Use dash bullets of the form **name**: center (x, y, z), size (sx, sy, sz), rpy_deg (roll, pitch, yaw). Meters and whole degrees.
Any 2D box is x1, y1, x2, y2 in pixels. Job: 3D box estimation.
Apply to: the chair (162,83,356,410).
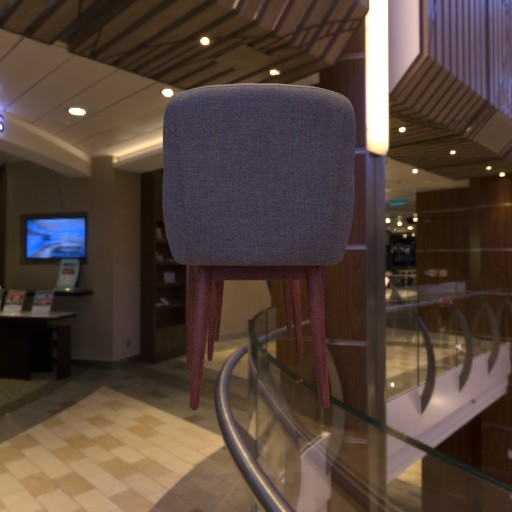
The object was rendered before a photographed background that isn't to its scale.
- **chair**: center (0.000, 0.000, 1.569), size (0.584, 0.799, 1.107), rpy_deg (0, -1, -1)
